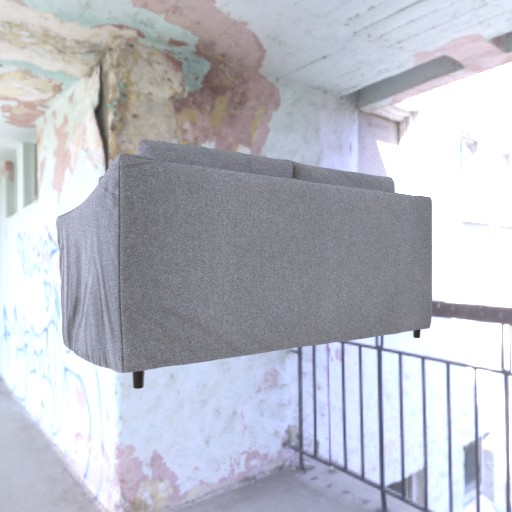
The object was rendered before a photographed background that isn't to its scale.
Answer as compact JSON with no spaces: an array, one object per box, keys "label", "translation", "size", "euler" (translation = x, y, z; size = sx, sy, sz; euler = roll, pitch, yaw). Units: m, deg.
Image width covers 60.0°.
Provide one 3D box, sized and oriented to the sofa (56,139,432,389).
[{"label":"sofa","translation":[0.000,0.000,2.601],"size":[2.010,1.018,1.072],"euler":[0,0,-36]}]
